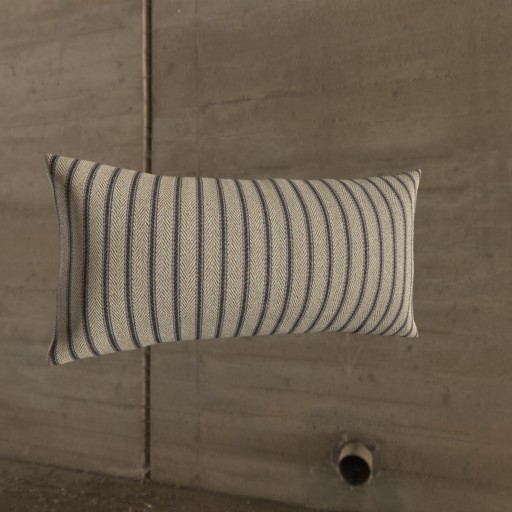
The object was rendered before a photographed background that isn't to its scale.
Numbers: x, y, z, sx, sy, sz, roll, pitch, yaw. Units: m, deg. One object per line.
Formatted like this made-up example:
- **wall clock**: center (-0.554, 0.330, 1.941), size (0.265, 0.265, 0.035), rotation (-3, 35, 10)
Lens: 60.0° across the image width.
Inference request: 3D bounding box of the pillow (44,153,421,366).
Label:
- **pillow**: center (0.000, 0.000, 0.699), size (0.609, 0.305, 0.151), rotation (0, 0, -17)
